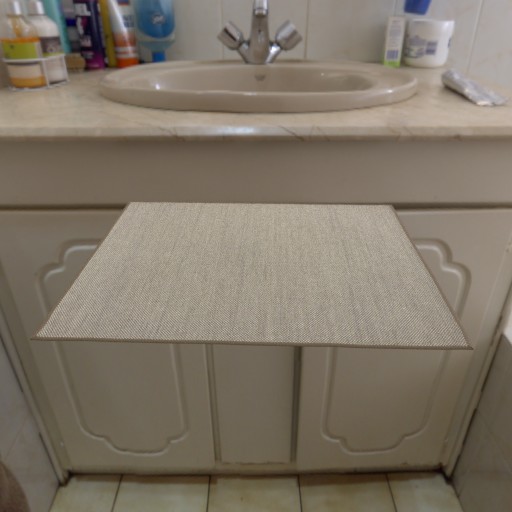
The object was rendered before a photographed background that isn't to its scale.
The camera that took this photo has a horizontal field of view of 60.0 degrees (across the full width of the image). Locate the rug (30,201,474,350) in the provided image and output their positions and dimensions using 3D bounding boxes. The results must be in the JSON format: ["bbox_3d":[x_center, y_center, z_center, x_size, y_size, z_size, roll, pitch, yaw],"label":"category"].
[{"bbox_3d":[0.000,0.000,4.042,3.041,0.020,2.413,1,30,2],"label":"rug"}]
